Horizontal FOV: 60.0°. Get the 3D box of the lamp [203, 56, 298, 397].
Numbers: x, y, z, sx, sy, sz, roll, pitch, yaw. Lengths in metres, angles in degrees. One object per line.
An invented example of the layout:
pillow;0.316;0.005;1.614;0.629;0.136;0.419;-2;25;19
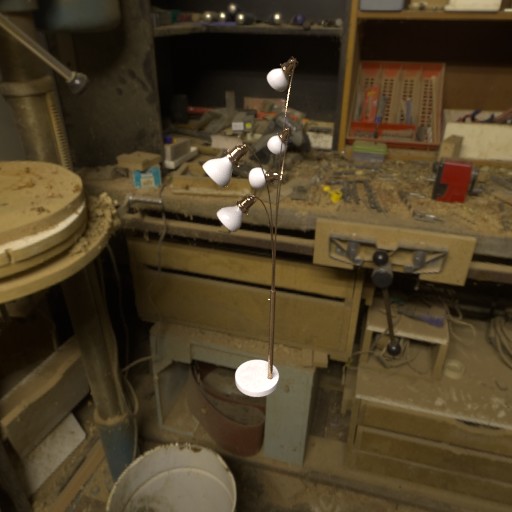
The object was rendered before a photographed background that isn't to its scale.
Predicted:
lamp;0.000;0.000;3.046;0.361;2.423;1.405;9;31;15
